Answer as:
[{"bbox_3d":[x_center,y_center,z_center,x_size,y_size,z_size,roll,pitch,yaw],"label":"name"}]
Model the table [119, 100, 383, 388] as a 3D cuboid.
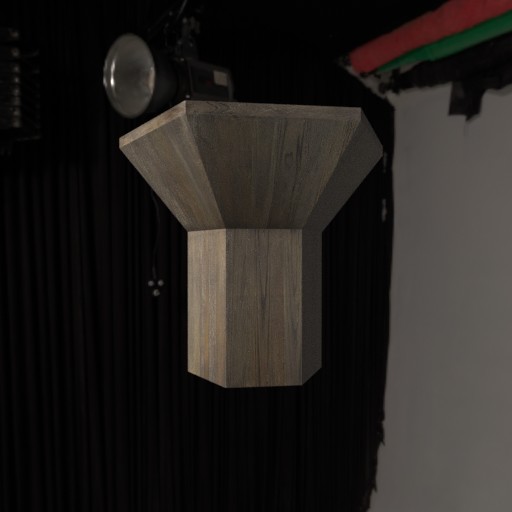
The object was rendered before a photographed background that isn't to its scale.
[{"bbox_3d":[0.000,0.000,1.145,0.592,0.586,0.683,0,0,-37],"label":"table"}]
